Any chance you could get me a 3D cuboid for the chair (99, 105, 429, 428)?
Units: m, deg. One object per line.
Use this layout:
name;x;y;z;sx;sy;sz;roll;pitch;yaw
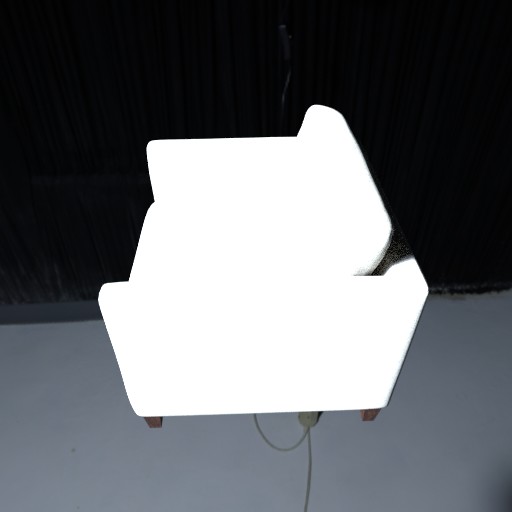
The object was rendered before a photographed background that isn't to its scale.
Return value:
chair;0.000;0.000;1.741;0.959;0.919;0.996;-1;41;-2
